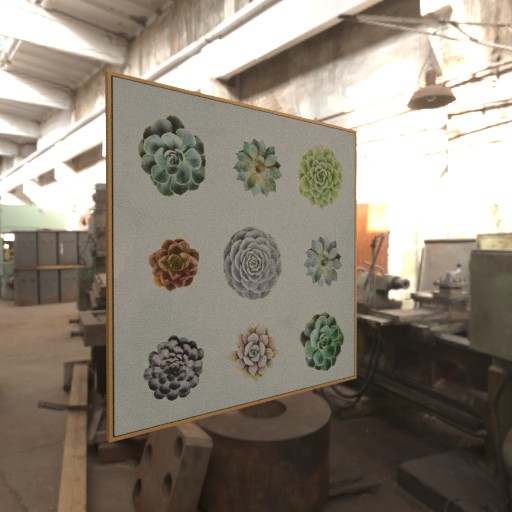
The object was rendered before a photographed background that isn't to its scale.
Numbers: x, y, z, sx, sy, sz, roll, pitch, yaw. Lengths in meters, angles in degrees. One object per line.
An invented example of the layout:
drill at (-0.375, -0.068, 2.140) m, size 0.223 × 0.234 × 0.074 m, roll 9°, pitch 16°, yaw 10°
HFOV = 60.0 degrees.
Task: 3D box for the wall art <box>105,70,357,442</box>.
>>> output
wall art at (0.000, 0.000, 0.981) m, size 0.657 × 0.655 × 0.014 m, roll -1°, pitch 1°, yaw -37°
